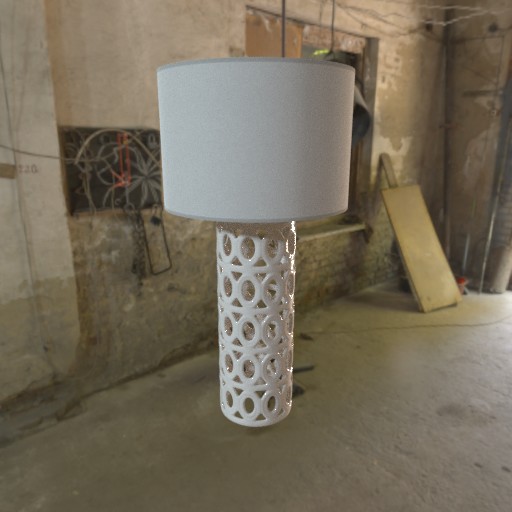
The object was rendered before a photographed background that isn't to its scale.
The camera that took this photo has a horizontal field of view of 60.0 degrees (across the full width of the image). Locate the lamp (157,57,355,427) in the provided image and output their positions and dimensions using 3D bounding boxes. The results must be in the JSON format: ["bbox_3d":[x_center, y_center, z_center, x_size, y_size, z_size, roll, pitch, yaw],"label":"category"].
[{"bbox_3d":[0.000,0.000,0.827,0.324,0.636,0.325,3,16,10],"label":"lamp"}]
